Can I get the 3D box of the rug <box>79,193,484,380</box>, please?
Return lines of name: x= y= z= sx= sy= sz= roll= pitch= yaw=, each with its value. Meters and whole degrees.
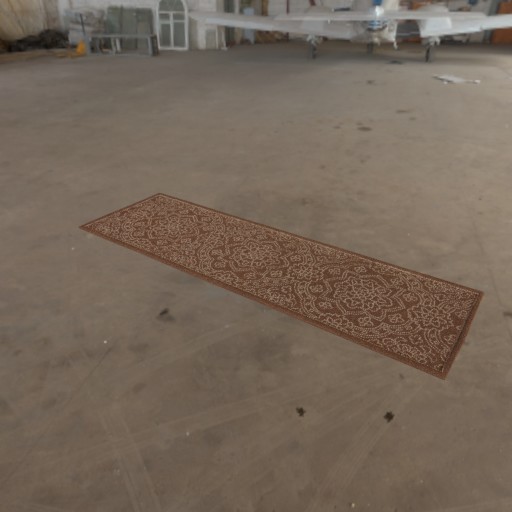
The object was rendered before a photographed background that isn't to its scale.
rug: x=0.000 y=0.000 z=2.693 sx=2.448 sy=0.012 sz=0.769 roll=19 pitch=35 yaw=30
